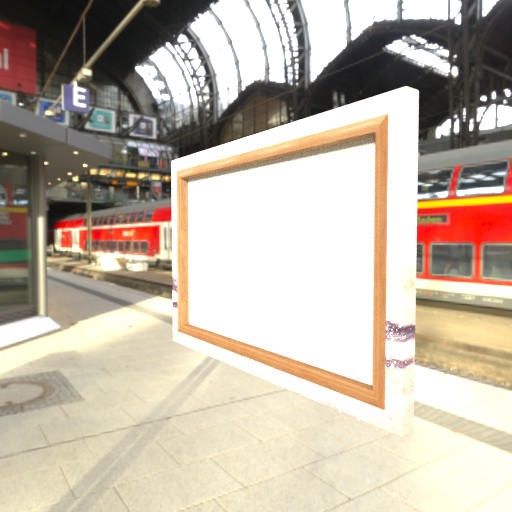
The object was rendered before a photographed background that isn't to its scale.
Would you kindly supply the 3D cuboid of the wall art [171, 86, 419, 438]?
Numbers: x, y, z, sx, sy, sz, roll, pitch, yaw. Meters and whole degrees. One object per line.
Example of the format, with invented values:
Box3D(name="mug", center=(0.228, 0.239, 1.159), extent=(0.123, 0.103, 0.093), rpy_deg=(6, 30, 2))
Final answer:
Box3D(name="wall art", center=(0.000, 0.000, 1.141), extent=(0.038, 0.609, 0.913), rpy_deg=(-2, 3, -36))
